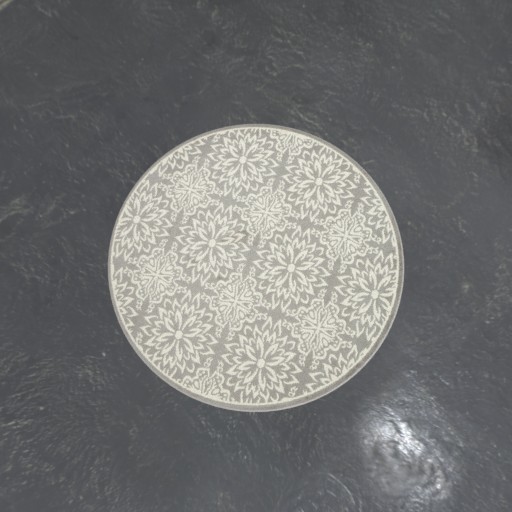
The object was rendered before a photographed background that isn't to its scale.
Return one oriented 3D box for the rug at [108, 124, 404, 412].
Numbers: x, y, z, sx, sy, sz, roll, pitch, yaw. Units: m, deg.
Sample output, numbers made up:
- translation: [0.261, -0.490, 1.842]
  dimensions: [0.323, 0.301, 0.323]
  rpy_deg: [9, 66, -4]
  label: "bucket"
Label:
- translation: [0.000, 0.000, 2.389]
  dimensions: [1.593, 0.012, 1.593]
  rpy_deg: [0, 76, 0]
  label: "rug"
